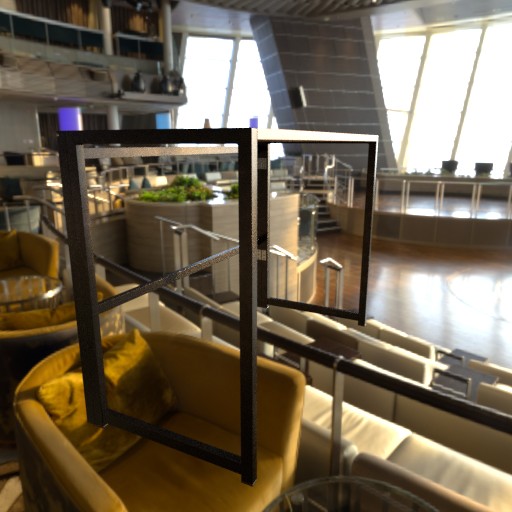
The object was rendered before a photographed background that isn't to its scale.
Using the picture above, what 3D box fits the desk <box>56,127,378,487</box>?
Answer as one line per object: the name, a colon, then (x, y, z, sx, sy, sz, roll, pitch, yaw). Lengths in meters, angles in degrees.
desk: (0.000, 0.000, 1.430, 0.508, 0.762, 1.016, 7, 16, 26)
